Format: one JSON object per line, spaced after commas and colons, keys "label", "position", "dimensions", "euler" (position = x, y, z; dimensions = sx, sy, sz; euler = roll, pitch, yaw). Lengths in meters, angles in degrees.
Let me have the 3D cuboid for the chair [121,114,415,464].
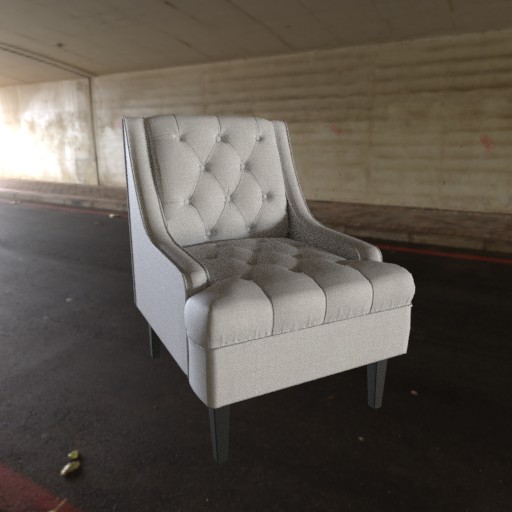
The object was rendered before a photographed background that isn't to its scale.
{"label": "chair", "position": [0.000, 0.000, 1.417], "dimensions": [0.658, 0.891, 0.772], "euler": [-7, 16, -26]}
